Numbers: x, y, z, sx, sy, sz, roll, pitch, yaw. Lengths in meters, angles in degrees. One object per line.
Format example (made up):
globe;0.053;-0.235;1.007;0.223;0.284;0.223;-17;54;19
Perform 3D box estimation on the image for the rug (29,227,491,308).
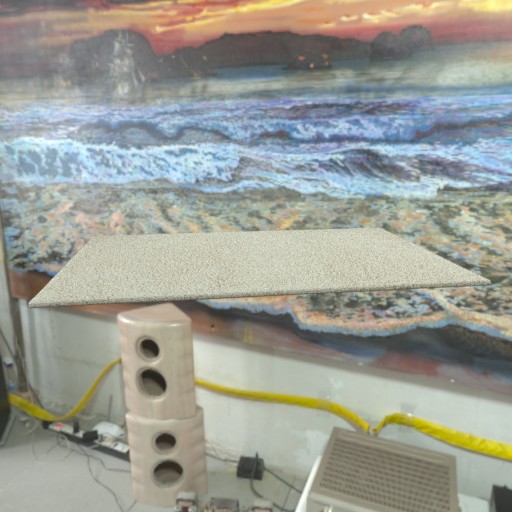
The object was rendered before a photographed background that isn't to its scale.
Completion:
rug;0.000;0.000;3.022;2.438;0.030;1.524;-2;15;-8
